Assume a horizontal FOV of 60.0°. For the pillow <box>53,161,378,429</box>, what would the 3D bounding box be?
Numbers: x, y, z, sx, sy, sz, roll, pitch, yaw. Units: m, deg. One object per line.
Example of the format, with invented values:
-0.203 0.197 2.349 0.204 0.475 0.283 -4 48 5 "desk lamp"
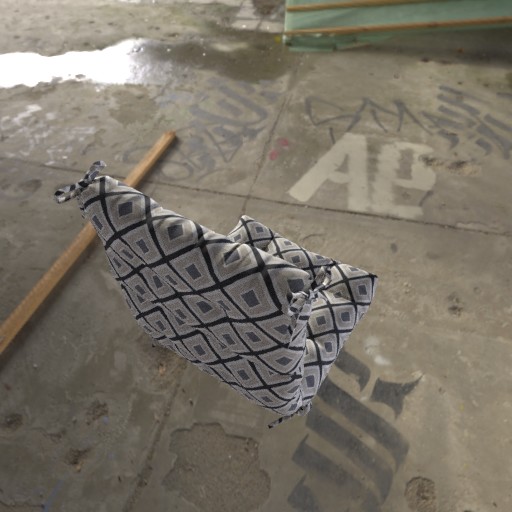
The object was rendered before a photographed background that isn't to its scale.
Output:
0.000 0.000 1.040 0.519 0.605 0.571 26 53 22 "pillow"
